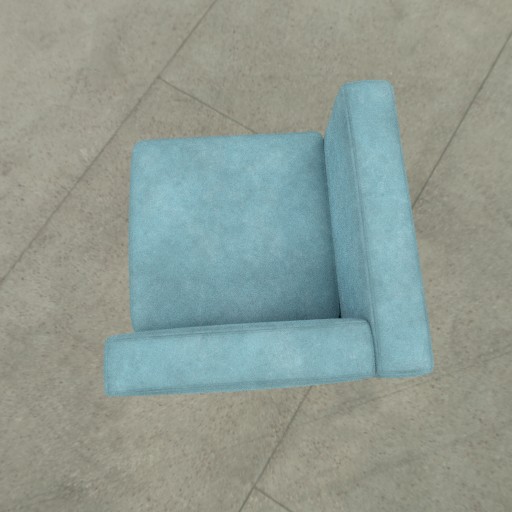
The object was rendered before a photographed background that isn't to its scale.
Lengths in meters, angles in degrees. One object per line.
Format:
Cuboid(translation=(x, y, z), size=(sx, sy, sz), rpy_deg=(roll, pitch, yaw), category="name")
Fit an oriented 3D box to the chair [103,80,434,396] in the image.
Cuboid(translation=(0.000, 0.000, 1.238), size=(0.684, 0.660, 0.691), rpy_deg=(-3, 77, -1), category="chair")
